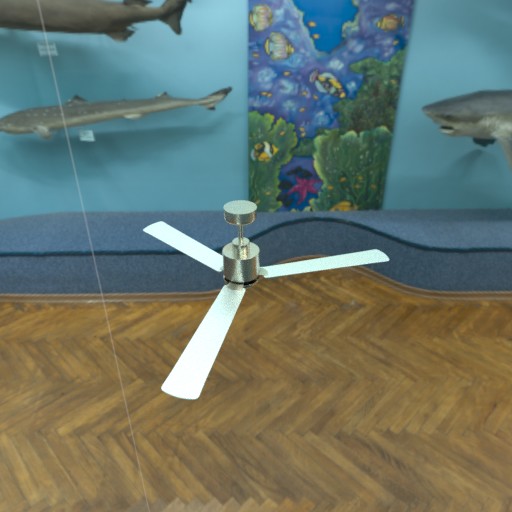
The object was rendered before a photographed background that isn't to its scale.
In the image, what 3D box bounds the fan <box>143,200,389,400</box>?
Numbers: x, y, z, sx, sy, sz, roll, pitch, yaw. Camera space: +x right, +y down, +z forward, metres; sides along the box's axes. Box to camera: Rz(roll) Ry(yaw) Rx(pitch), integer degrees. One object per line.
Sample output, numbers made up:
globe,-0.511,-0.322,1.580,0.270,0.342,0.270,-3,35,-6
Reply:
fan,0.000,0.000,2.285,1.561,0.446,1.531,1,31,2
